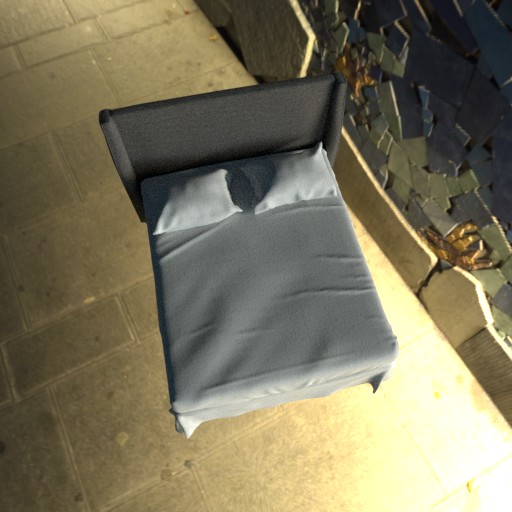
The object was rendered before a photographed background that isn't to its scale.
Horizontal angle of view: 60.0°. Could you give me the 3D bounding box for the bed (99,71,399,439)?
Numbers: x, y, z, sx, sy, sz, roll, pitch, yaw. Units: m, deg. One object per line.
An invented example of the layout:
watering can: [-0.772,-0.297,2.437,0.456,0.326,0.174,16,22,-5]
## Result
bed: [0.000,0.000,3.480,1.925,1.332,2.276,-11,64,-6]
